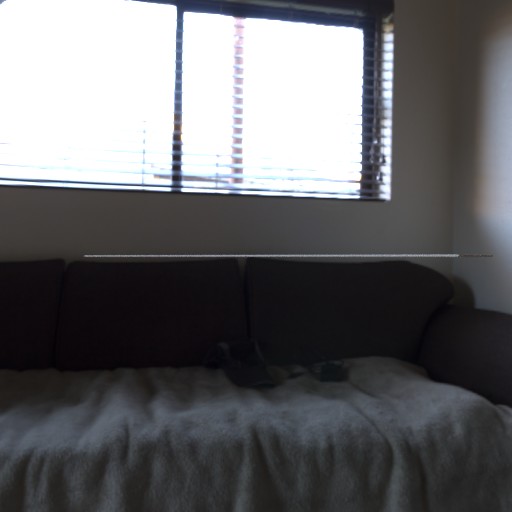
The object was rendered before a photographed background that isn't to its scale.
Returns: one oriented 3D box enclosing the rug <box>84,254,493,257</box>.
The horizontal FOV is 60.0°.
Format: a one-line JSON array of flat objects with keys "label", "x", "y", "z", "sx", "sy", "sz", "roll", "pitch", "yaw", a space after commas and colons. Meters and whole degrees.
[{"label": "rug", "x": 0.000, "y": 0.000, "z": 2.669, "sx": 2.435, "sy": 0.009, "sz": 0.750, "roll": 0, "pitch": 0, "yaw": 37}]
